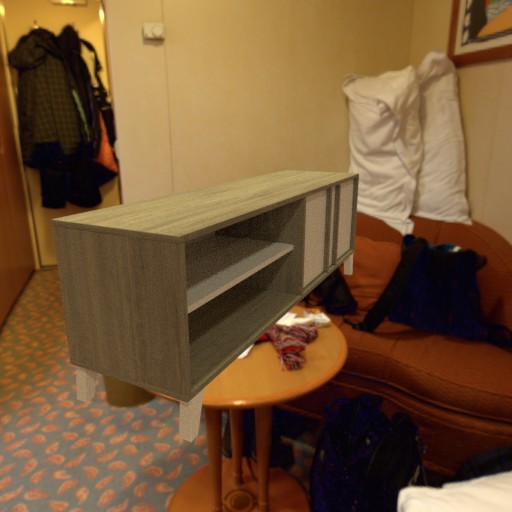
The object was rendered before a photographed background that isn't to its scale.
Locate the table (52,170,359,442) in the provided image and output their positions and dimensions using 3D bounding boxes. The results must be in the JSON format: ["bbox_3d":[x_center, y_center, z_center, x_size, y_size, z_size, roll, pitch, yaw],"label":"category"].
[{"bbox_3d":[0.000,0.000,1.754,0.400,0.530,1.500,8,18,26],"label":"table"}]
